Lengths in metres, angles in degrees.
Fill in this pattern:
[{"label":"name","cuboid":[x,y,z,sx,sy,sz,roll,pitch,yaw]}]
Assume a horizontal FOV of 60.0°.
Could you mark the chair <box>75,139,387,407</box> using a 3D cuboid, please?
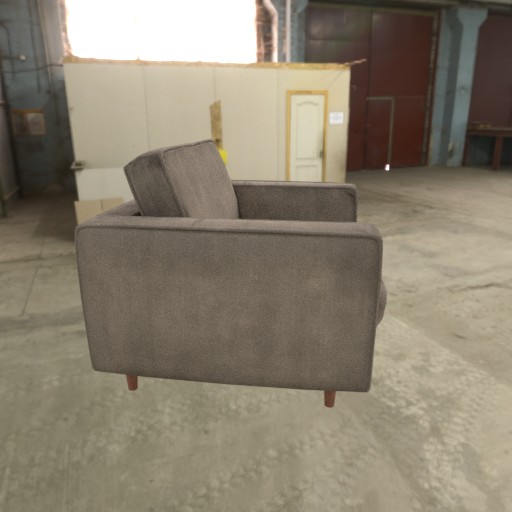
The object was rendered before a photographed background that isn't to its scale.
[{"label":"chair","cuboid":[0.000,0.000,1.559,0.843,0.773,0.928,2,17,8]}]
